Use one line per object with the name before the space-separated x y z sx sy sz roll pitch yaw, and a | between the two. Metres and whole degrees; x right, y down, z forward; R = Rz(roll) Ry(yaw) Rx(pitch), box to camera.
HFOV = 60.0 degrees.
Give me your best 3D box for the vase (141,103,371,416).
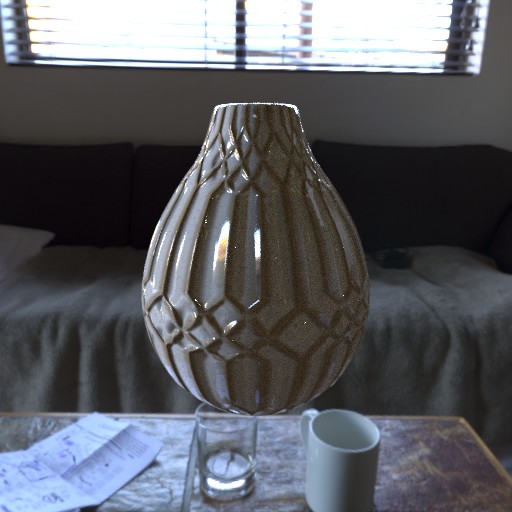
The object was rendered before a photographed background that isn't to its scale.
vase | 0.000 0.000 0.312 0.159 0.200 0.159 0 15 0
